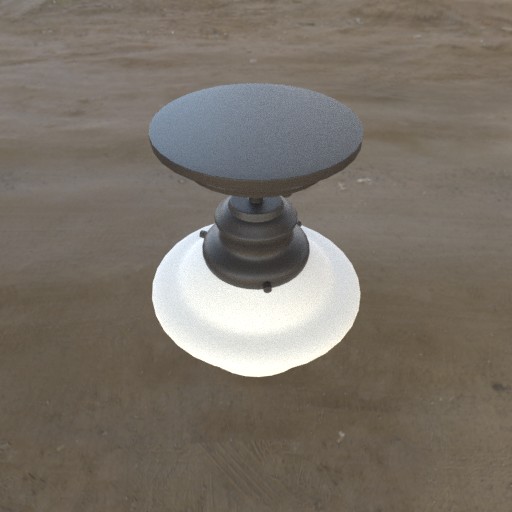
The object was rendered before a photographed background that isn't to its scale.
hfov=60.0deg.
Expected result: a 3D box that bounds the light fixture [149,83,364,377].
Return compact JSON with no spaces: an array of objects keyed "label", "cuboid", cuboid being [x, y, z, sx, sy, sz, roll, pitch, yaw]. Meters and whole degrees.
[{"label":"light fixture","cuboid":[0.000,0.000,0.401,0.197,0.254,0.197,0,42,0]}]
